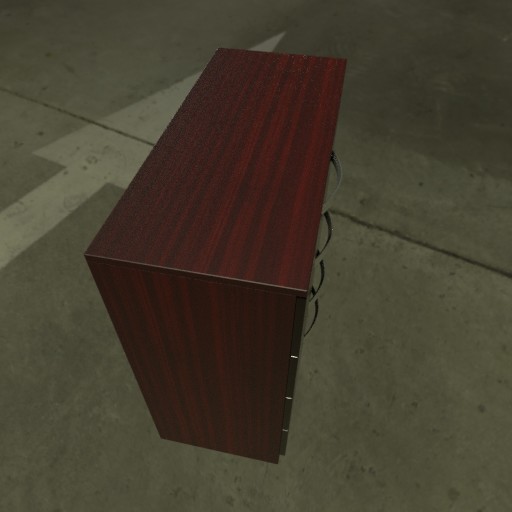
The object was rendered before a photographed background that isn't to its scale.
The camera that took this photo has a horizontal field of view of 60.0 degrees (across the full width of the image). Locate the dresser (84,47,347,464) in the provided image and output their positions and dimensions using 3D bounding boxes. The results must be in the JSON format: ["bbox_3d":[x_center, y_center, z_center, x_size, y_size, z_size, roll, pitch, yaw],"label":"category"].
[{"bbox_3d":[0.000,0.000,1.139,0.360,0.720,0.750,9,48,8],"label":"dresser"}]
